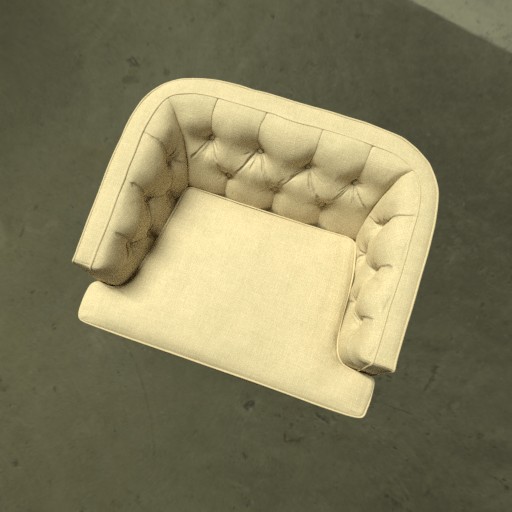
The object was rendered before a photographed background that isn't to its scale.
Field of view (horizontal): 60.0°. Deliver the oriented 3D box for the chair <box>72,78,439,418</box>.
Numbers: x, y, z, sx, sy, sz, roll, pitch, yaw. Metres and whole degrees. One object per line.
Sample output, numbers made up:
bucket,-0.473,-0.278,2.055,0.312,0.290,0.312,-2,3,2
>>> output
chair,0.000,0.000,1.731,1.118,0.787,0.914,18,75,5
